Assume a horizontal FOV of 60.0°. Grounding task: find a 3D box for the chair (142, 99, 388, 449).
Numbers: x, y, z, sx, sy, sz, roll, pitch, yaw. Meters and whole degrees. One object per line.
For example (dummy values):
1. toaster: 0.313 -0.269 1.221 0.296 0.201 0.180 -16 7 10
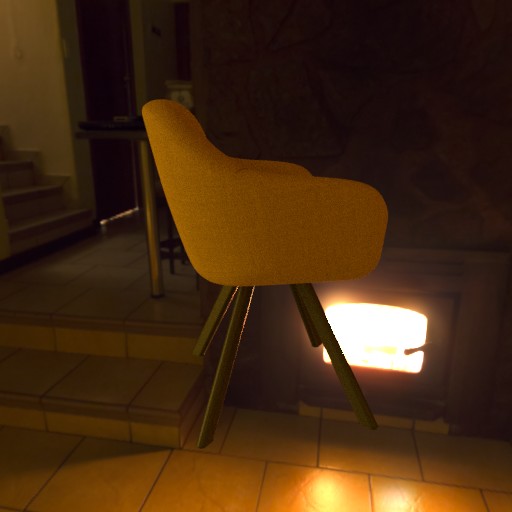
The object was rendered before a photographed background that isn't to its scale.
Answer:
1. chair: 0.000 0.000 1.201 0.550 0.795 0.590 -2 16 -9
